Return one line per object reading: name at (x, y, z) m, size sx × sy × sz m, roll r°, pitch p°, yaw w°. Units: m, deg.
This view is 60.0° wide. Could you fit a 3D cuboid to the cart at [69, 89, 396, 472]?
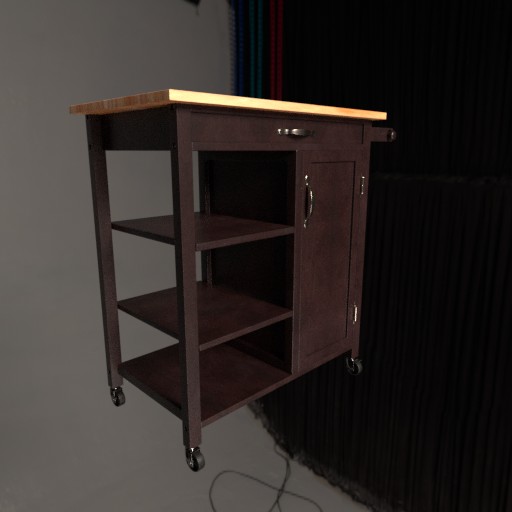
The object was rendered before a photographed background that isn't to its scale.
cart at (0.000, 0.000, 1.409) m, size 0.914 × 0.878 × 0.472 m, roll -13°, pitch 18°, yaw -43°
